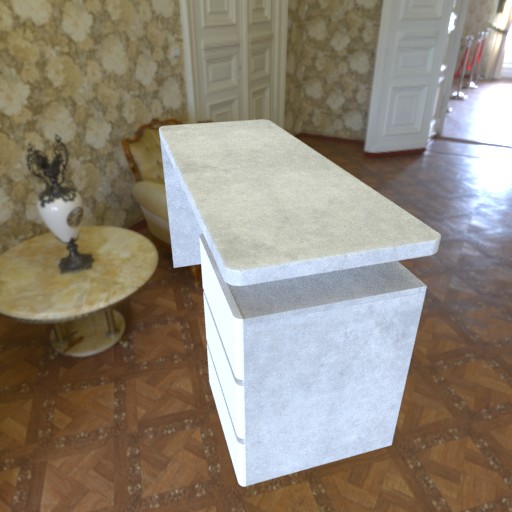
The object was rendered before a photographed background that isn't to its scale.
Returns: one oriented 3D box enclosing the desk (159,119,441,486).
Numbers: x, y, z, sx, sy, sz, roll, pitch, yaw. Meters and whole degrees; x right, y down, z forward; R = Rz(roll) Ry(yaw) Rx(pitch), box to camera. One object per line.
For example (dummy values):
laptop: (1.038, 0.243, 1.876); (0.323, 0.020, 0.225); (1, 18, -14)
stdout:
desk: (0.000, 0.000, 1.769); (0.550, 0.755, 1.400); (-8, 30, -15)
